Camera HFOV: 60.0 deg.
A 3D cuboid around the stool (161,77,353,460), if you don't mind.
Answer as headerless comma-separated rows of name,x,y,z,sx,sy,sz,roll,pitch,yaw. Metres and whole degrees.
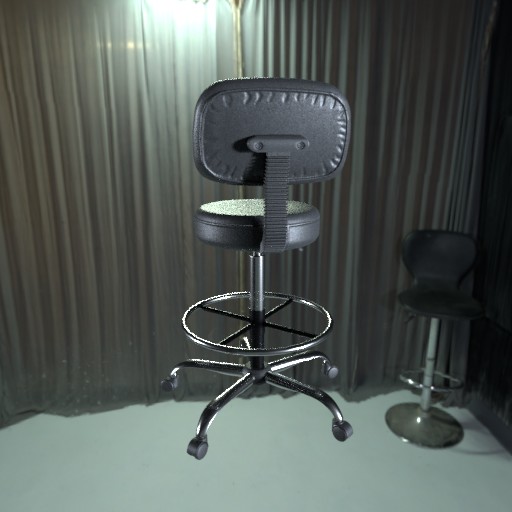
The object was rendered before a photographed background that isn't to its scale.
stool,0.000,0.000,1.514,0.694,1.069,0.658,-3,15,-10
